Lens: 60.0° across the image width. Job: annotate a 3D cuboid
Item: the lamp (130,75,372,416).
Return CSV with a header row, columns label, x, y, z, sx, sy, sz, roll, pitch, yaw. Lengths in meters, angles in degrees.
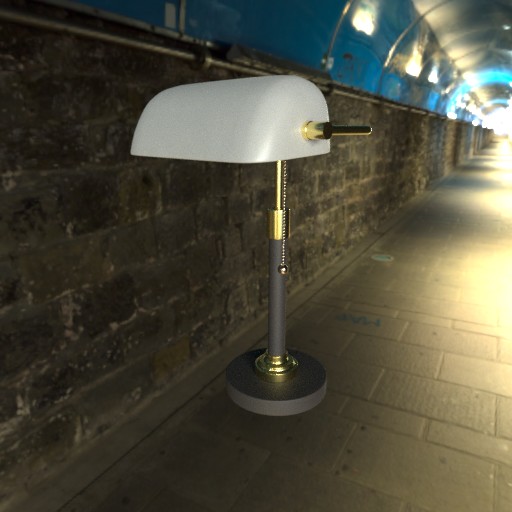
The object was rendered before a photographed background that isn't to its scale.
label,x,y,z,sx,sy,sz,roll,pitch,yaw
lamp,0.000,0.000,0.553,0.269,0.404,0.227,15,22,42
